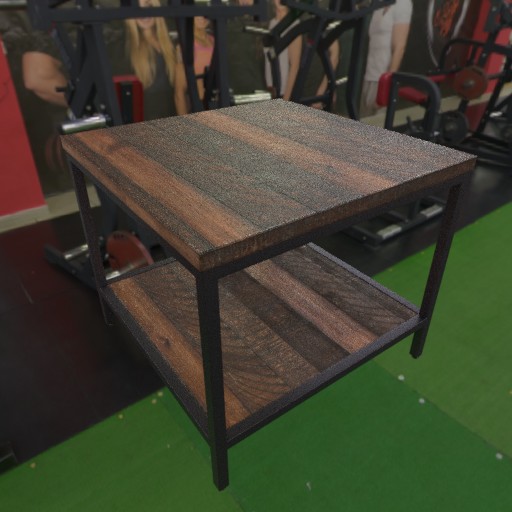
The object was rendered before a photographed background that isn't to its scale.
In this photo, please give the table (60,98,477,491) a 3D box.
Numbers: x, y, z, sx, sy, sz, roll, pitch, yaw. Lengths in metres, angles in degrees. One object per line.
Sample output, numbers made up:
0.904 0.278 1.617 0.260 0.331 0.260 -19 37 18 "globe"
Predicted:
0.000 0.000 0.946 0.553 0.482 0.548 -21 38 -30 "table"
